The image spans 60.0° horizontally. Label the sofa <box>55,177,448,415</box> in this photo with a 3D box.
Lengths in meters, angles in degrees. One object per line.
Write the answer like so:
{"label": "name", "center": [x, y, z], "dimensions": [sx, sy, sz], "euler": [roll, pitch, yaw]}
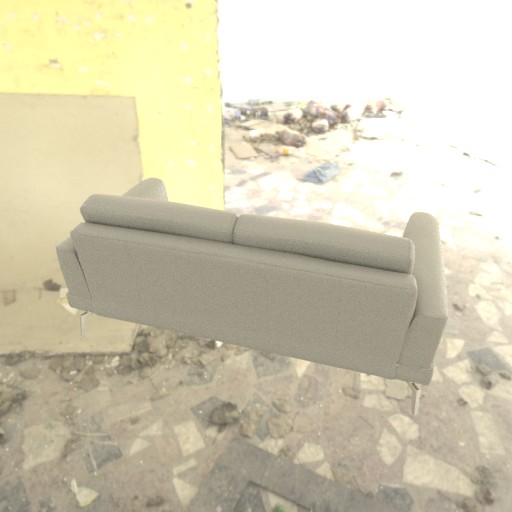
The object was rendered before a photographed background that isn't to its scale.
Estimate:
{"label": "sofa", "center": [0.000, 0.000, 2.768], "dimensions": [2.177, 0.930, 1.121], "euler": [9, 34, 14]}
